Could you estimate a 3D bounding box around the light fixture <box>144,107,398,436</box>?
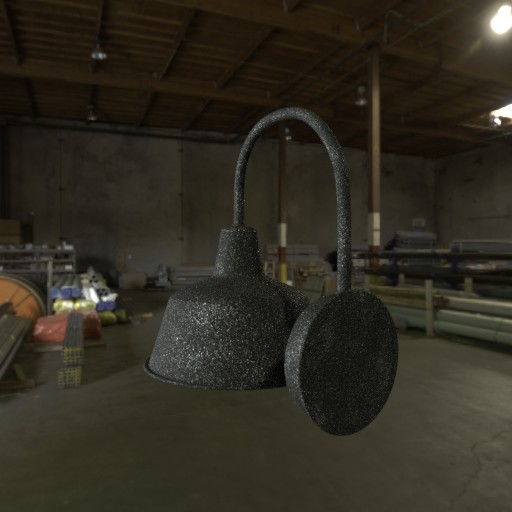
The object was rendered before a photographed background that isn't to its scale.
[{"bbox_3d":[0.000,0.000,0.489,0.216,0.300,0.283,0,1,-36],"label":"light fixture"}]
